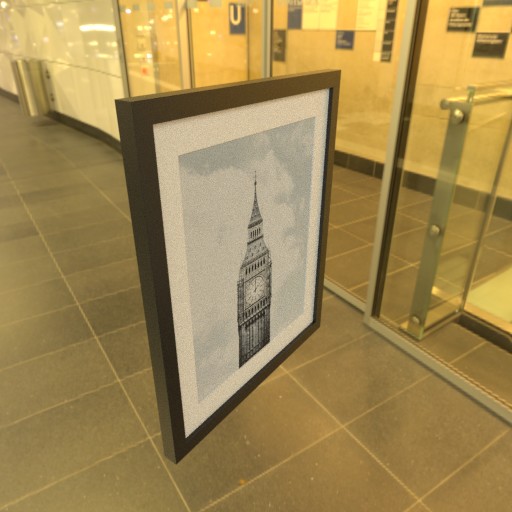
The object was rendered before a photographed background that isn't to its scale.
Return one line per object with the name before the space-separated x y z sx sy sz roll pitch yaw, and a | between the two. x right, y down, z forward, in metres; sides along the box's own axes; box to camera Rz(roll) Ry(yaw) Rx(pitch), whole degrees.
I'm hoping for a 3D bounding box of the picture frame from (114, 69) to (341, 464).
picture frame | 0.000 0.000 0.753 0.028 0.556 0.460 19 33 32
